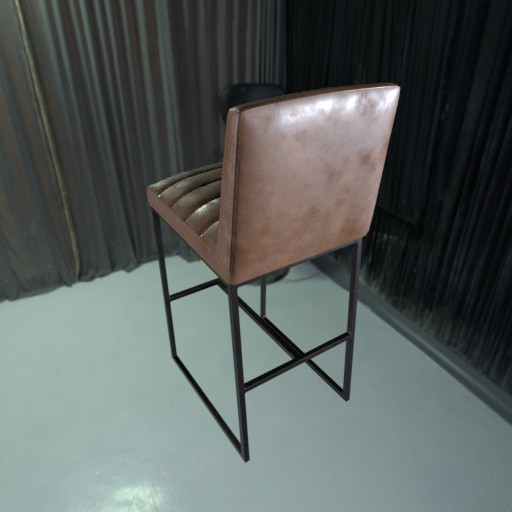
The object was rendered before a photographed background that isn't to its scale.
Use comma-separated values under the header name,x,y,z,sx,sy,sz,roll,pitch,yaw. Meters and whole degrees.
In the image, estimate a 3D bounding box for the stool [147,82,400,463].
name,x,y,z,sx,sy,sz,roll,pitch,yaw
stool,0.000,0.000,1.371,0.463,1.065,0.562,-19,37,-28
